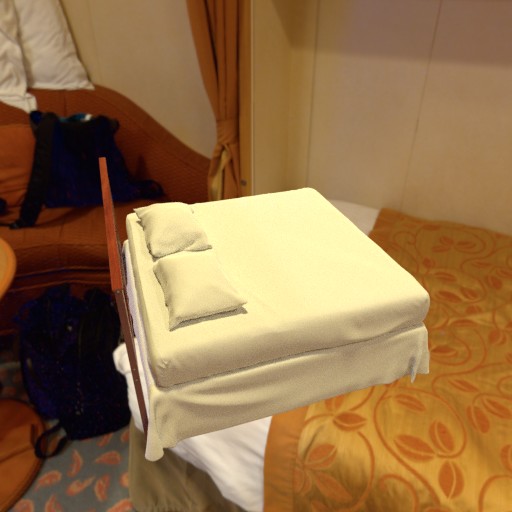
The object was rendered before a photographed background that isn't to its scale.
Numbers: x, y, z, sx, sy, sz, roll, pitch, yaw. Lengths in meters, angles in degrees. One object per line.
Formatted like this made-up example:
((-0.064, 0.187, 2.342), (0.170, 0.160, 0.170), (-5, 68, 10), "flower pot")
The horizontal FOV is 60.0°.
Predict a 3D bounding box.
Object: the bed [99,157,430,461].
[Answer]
((0.000, 0.000, 3.661), (2.219, 1.271, 2.314), (-10, 34, -16), "bed")
